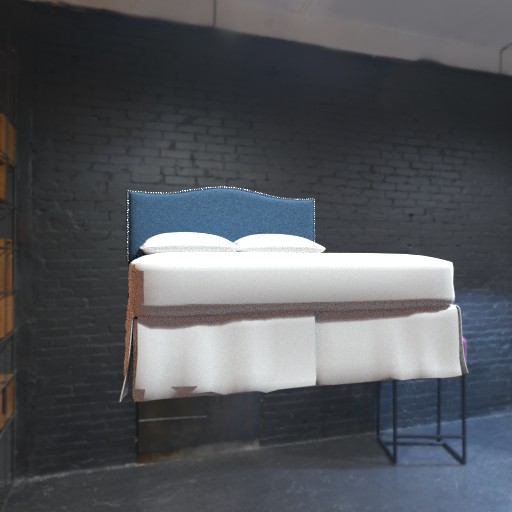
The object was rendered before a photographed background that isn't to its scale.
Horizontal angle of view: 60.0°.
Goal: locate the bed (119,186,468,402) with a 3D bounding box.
[{"bbox_3d":[0.000,0.000,2.786,1.610,1.169,1.872,0,-1,-16],"label":"bed"}]
